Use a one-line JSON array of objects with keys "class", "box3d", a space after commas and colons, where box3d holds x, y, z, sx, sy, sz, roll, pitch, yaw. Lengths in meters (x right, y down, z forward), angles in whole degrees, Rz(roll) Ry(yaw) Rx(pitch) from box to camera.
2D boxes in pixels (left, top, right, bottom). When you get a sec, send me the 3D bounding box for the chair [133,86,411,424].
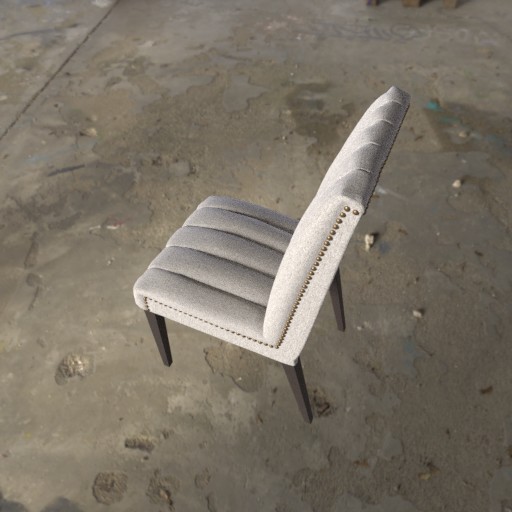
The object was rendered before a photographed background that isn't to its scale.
[{"class": "chair", "box3d": [0.000, 0.000, 1.395, 0.647, 1.016, 0.511, 18, 49, 16]}]
